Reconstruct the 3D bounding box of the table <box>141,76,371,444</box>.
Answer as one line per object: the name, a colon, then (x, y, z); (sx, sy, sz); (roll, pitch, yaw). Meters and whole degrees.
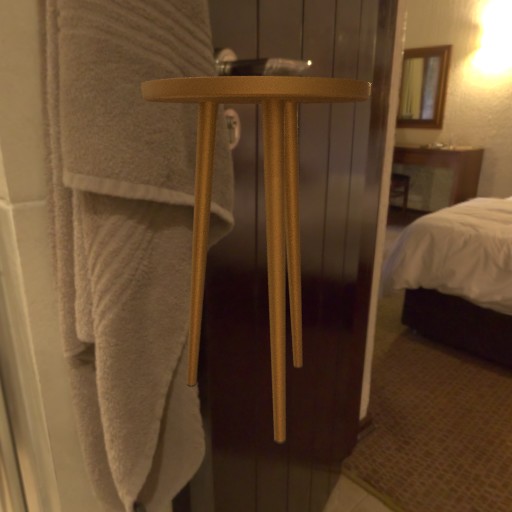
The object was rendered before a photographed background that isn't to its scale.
table: (0.000, 0.000, 0.666); (0.299, 0.480, 0.299); (3, 18, 9)
